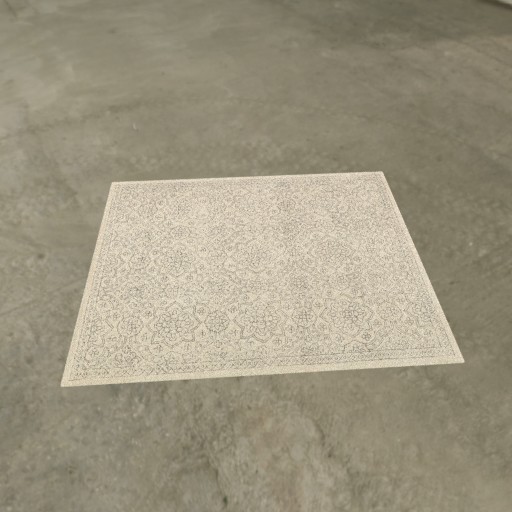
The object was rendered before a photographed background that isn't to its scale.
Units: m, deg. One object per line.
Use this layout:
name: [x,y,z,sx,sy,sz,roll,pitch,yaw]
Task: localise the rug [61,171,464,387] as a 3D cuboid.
rug: [0.000,0.000,4.162,3.050,0.015,2.441,-3,47,-3]
